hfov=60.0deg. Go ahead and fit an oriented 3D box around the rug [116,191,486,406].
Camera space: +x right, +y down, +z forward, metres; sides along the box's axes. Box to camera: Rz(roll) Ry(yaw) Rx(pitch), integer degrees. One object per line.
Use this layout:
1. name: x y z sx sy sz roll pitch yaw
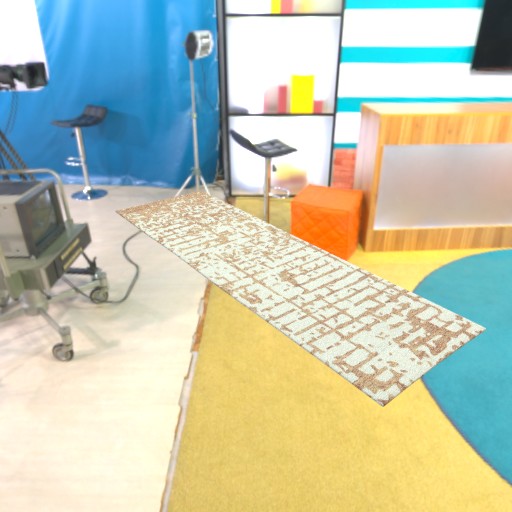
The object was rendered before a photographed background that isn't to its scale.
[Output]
1. rug: 0.000 0.000 2.657 0.750 0.011 2.435 -20 33 -33
